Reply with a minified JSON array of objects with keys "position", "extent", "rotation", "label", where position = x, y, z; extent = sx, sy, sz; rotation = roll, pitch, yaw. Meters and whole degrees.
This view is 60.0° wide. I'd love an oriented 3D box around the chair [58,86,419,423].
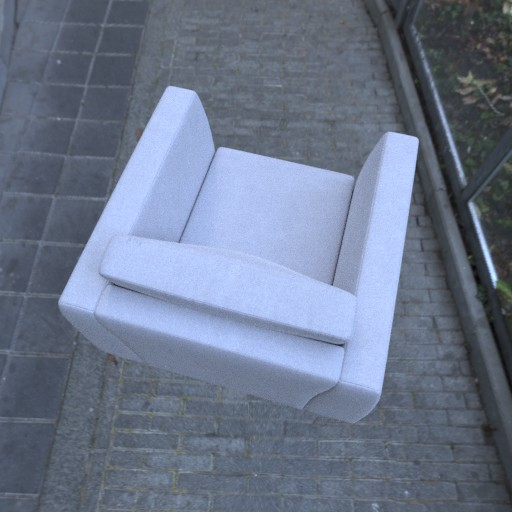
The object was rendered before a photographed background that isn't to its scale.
[{"position":[0.000,0.000,1.674],"extent":[1.000,0.860,0.930],"rotation":[14,65,7],"label":"chair"}]
